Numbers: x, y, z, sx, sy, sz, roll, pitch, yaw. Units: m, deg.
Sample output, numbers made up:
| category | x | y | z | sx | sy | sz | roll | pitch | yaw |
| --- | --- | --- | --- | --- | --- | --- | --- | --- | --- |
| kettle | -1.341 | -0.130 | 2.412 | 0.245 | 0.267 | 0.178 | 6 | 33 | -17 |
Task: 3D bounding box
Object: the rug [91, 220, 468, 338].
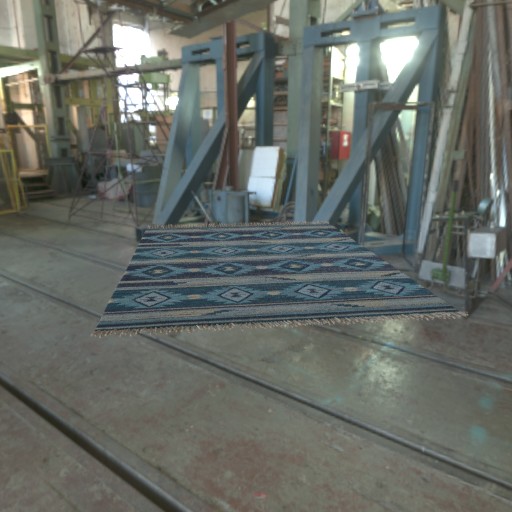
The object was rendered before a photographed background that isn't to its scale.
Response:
| category | x | y | z | sx | sy | sz | roll | pitch | yaw |
| --- | --- | --- | --- | --- | --- | --- | --- | --- | --- |
| rug | 0.000 | 0.000 | 4.339 | 2.418 | 0.047 | 3.307 | -2 | 16 | -7 |
